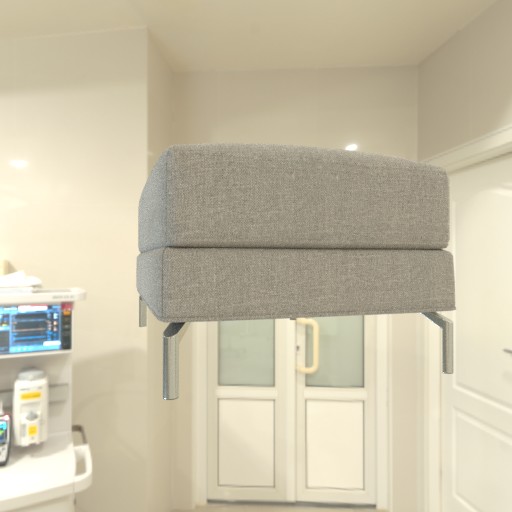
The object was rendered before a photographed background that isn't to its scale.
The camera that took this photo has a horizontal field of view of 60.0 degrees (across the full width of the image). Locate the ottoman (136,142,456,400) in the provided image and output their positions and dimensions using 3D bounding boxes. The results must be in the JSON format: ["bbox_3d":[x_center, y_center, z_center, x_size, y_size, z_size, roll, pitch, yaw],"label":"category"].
[{"bbox_3d":[0.000,0.000,1.160,0.584,0.457,0.838,0,-1,-17],"label":"ottoman"}]
